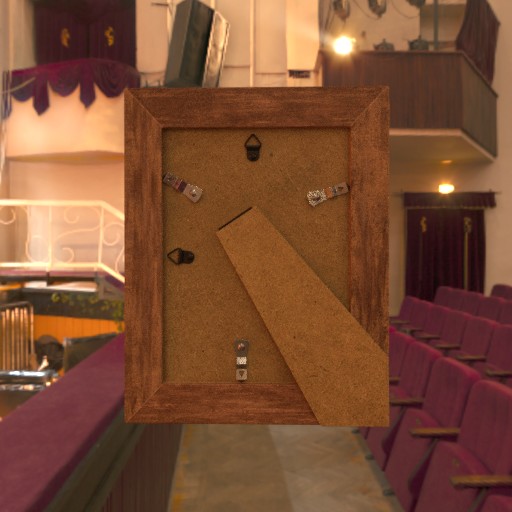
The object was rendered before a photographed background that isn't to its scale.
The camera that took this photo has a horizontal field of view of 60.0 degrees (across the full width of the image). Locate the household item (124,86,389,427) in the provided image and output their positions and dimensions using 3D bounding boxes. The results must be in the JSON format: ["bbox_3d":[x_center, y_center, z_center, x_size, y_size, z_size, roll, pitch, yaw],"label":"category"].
[{"bbox_3d":[0.000,0.000,0.318,0.186,0.237,0.018,0,0,1],"label":"household item"}]
